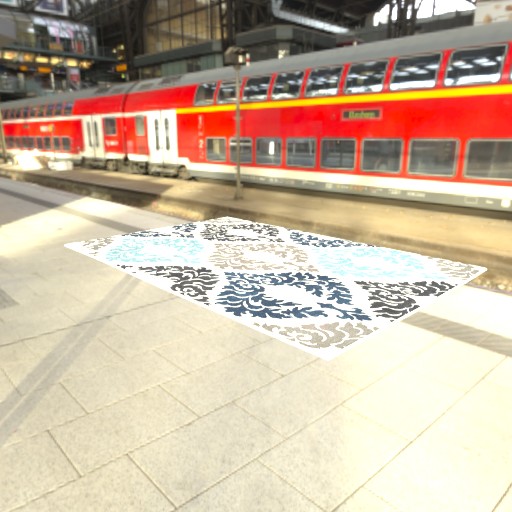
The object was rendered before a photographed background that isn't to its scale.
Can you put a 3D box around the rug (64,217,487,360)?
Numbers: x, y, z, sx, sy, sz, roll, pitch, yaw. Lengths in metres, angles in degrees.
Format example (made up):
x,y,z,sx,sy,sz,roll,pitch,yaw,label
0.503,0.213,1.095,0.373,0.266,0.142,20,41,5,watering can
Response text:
x,y,z,sx,sy,sz,roll,pitch,yaw,label
0.000,0.000,2.816,1.514,0.014,2.275,-15,21,-43,rug
